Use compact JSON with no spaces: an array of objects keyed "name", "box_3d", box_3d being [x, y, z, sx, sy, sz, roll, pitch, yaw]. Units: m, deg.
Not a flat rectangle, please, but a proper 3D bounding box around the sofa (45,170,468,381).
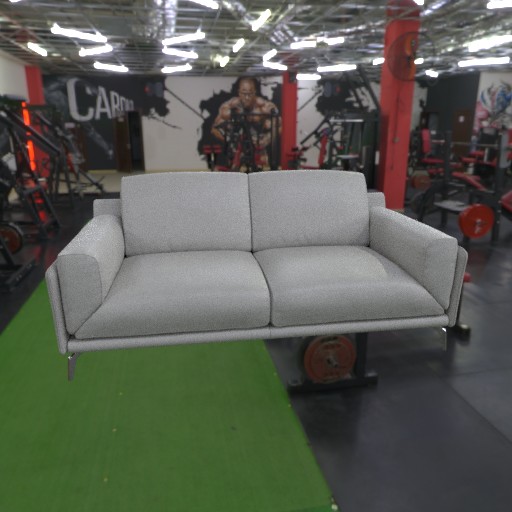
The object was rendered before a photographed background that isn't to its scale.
[{"name":"sofa","box_3d":[0.000,0.000,2.664,2.101,0.930,1.049,-3,17,-8]}]
